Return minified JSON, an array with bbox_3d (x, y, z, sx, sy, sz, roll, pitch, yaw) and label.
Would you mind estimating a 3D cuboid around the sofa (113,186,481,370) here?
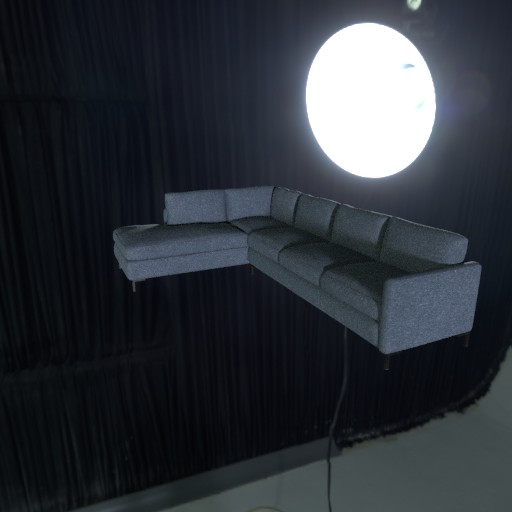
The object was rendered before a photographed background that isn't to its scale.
[{"bbox_3d":[0.000,0.000,3.872,2.007,0.815,2.949,-8,19,-25],"label":"sofa"}]
